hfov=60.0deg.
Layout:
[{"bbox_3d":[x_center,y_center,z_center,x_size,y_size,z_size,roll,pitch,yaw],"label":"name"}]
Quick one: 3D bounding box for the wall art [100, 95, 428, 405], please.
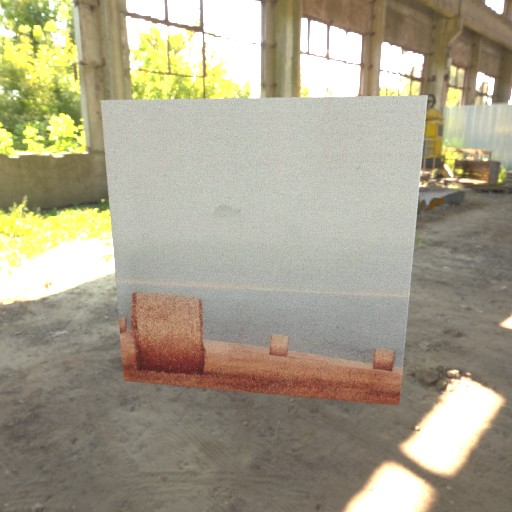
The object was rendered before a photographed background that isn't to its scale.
[{"bbox_3d":[0.000,0.000,0.603,0.405,0.405,0.023,2,15,9],"label":"wall art"}]
